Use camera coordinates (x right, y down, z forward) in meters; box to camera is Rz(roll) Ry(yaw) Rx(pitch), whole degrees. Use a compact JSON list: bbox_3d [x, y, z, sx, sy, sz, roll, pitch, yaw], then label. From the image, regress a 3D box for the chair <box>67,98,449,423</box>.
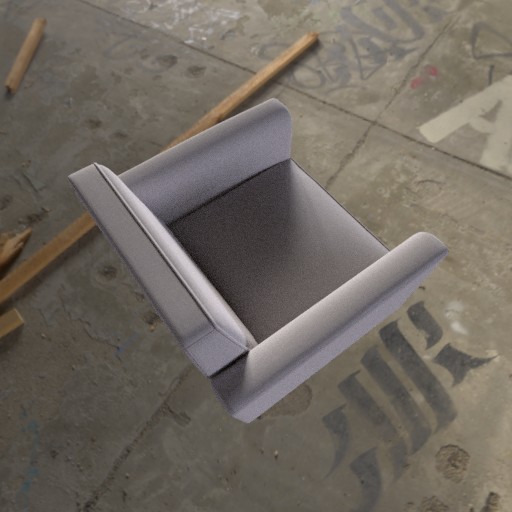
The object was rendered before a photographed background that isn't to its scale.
[{"bbox_3d":[0.000,0.000,1.391,0.750,0.780,0.780,-32,64,-18],"label":"chair"}]
